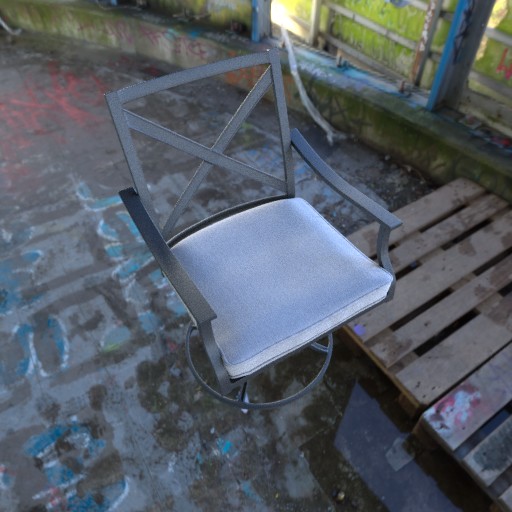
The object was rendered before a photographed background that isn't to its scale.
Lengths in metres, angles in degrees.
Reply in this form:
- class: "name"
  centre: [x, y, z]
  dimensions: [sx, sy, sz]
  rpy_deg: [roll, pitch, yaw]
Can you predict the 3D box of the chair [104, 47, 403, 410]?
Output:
- class: "chair"
  centre: [0.000, 0.000, 1.294]
  dimensions: [0.575, 0.889, 0.620]
  rpy_deg: [-25, 53, -21]
